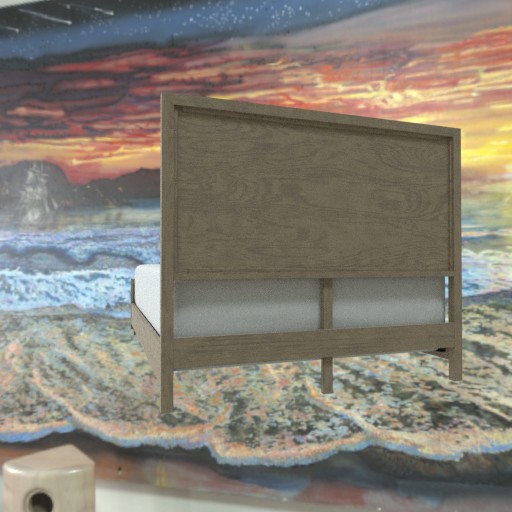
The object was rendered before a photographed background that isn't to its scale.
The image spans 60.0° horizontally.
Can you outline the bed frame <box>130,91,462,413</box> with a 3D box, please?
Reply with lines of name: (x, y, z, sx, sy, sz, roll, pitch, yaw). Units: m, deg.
bed frame: (0.000, 0.000, 3.180, 1.606, 1.369, 2.189, 0, -1, -19)
